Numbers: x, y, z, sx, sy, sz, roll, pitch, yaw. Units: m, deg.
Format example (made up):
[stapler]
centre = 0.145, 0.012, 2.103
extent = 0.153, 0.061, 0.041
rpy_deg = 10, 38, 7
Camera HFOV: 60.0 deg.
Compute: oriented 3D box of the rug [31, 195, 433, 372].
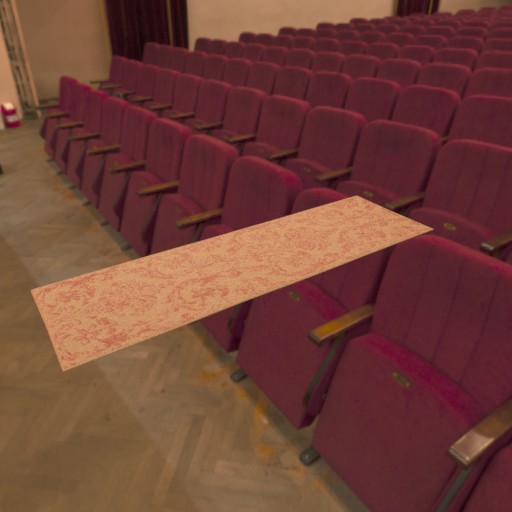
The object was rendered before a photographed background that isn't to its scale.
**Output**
[rug]
centre = 0.000, 0.000, 2.445
extent = 2.196, 0.011, 0.662
rpy_deg = -18, 34, -29
